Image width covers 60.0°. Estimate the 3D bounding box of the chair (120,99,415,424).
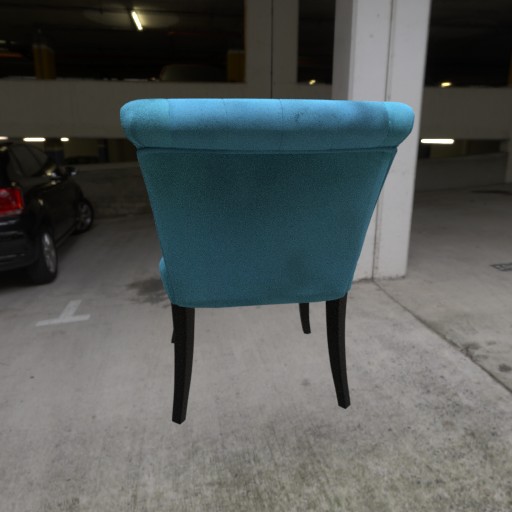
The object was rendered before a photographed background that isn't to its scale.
[{"bbox_3d":[0.000,0.000,1.177,0.582,0.750,0.605,-2,15,-9],"label":"chair"}]
